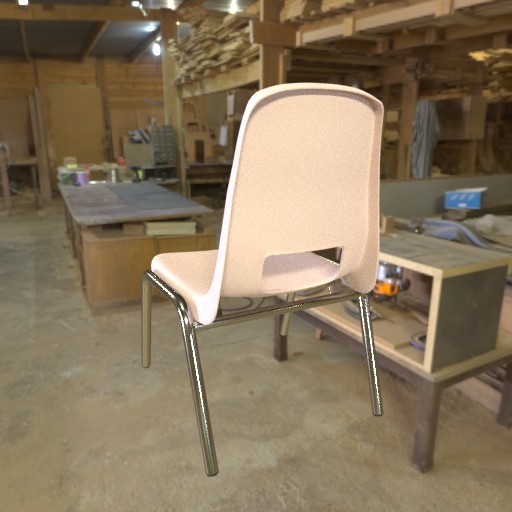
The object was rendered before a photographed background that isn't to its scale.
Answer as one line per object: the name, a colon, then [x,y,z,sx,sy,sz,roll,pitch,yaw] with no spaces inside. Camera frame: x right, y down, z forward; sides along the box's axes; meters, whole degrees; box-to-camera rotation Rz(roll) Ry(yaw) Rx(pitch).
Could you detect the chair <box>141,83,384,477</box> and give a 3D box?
chair: [0.000,0.000,0.780,0.354,0.537,0.385,-8,17,-26]
